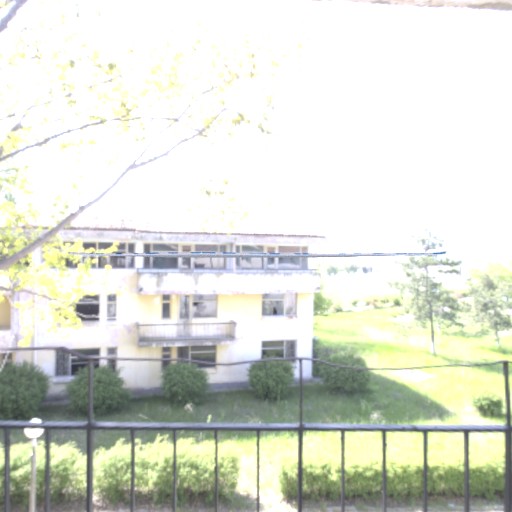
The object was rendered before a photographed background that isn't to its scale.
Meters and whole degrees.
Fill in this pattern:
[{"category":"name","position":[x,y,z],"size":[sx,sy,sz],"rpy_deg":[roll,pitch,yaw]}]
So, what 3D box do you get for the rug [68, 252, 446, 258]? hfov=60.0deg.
[{"category":"rug","position":[0.000,0.000,2.330],"size":[1.209,0.011,1.830],"rpy_deg":[0,0,0]}]
